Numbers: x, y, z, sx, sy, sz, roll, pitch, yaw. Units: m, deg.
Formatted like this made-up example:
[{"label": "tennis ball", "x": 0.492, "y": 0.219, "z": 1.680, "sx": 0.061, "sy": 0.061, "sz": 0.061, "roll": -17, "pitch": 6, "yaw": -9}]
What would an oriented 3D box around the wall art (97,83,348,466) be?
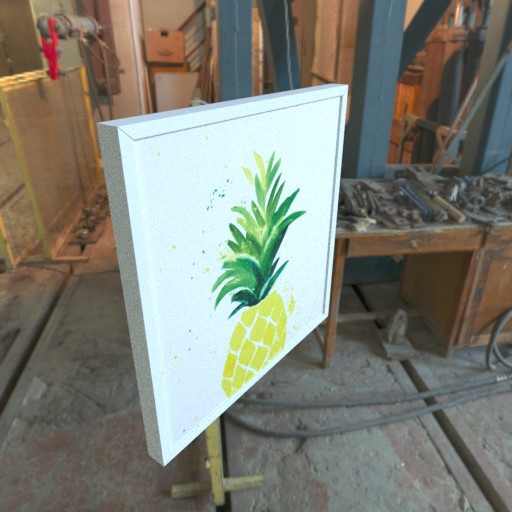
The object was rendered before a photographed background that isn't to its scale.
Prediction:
[{"label": "wall art", "x": 0.000, "y": 0.000, "z": 0.753, "sx": 0.035, "sy": 0.507, "sz": 0.508, "roll": 19, "pitch": 32, "yaw": 33}]
